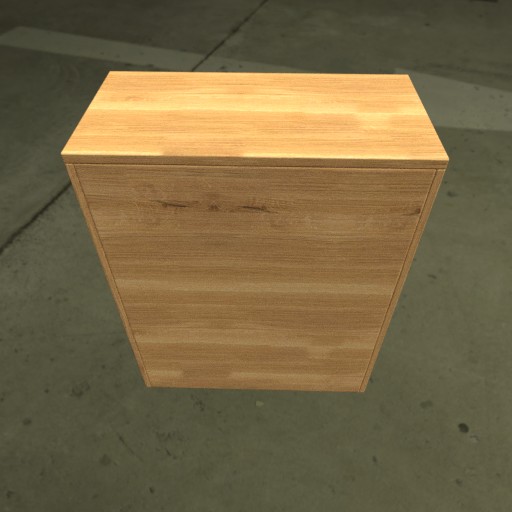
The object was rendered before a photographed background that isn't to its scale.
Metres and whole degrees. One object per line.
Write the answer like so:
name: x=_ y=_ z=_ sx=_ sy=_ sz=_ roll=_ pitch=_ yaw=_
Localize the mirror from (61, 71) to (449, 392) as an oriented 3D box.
mirror: x=0.000 y=0.000 z=1.408 sx=0.800 sy=1.000 sz=0.400 roll=1 pitch=46 yaw=1
